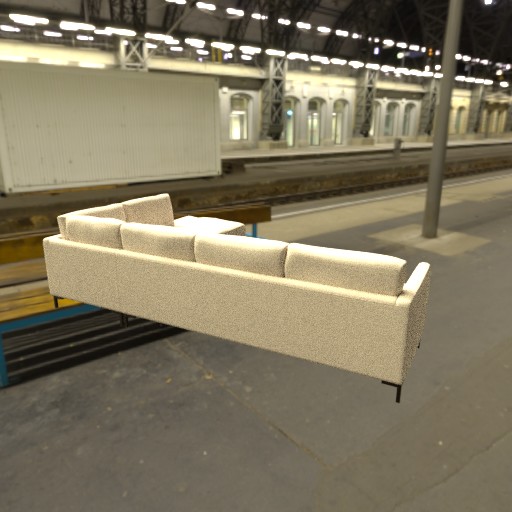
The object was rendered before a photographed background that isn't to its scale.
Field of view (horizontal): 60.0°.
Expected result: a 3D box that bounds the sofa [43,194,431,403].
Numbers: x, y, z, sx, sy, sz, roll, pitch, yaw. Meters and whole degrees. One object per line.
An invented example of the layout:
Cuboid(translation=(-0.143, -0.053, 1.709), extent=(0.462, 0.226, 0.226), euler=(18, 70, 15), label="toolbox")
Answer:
Cuboid(translation=(0.000, 0.000, 3.855), extent=(2.949, 0.815, 2.007), euler=(9, 19, 27), label="sofa")
